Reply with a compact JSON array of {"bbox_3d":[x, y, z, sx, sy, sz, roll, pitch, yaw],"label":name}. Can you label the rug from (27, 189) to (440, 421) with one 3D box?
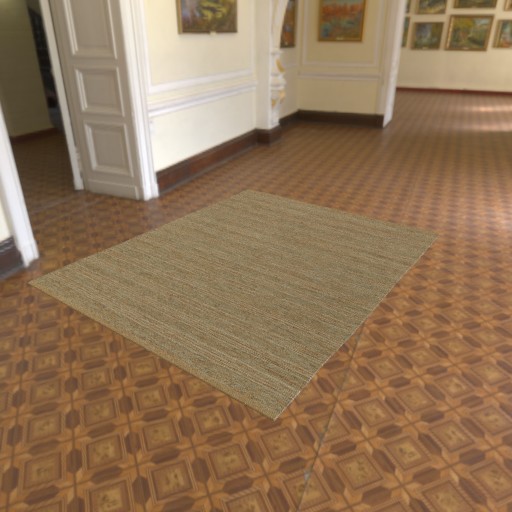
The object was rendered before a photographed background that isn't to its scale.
[{"bbox_3d":[0.000,0.000,4.092,2.471,0.012,3.034,18,32,32],"label":"rug"}]
